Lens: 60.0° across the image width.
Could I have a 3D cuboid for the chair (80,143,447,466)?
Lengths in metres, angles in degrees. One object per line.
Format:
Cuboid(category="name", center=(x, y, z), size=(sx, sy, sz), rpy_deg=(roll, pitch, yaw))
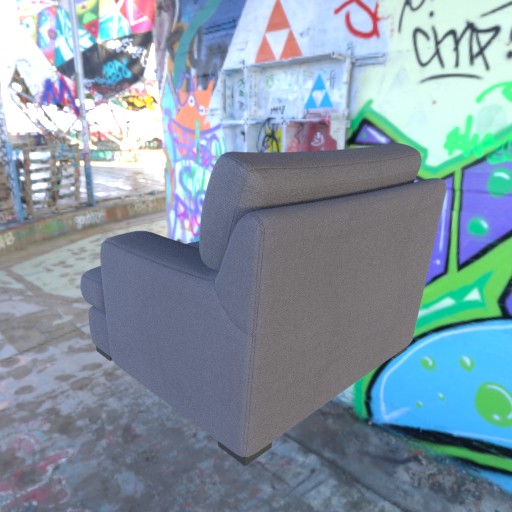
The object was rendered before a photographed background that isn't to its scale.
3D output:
Cuboid(category="chair", center=(0.000, 0.000, 1.907), size=(1.168, 0.940, 1.143), rpy_deg=(-16, 23, -43))
